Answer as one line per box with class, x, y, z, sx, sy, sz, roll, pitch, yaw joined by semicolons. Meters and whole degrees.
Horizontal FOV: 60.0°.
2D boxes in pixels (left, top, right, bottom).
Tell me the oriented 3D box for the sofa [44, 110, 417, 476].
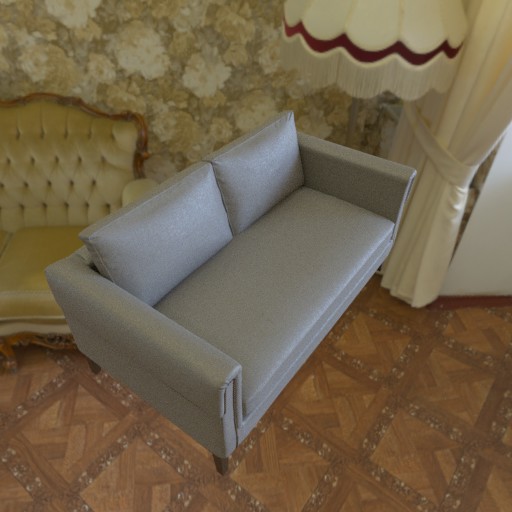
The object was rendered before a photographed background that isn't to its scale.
sofa;0.000;0.000;2.140;0.899;0.873;1.598;26;47;27
